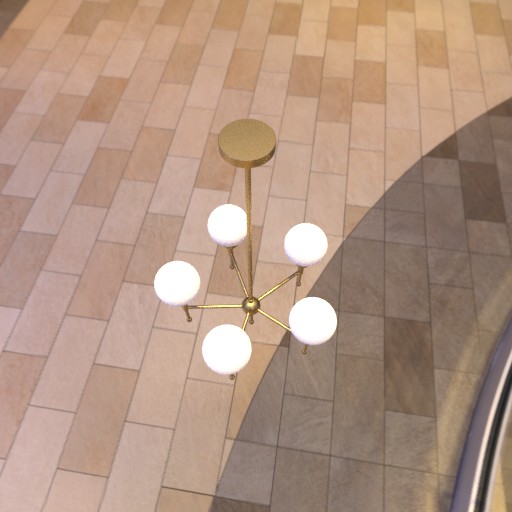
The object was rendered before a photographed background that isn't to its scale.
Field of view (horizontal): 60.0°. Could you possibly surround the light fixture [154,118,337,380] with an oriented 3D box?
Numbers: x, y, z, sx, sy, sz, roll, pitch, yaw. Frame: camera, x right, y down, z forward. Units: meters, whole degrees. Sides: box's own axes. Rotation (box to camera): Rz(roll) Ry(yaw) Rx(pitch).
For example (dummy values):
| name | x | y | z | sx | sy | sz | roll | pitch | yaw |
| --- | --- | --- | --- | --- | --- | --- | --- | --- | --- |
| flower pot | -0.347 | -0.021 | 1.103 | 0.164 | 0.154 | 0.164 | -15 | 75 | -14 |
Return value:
| name | x | y | z | sx | sy | sz | roll | pitch | yaw |
| --- | --- | --- | --- | --- | --- | --- | --- | --- | --- |
| light fixture | 0.000 | 0.000 | 1.810 | 0.785 | 1.331 | 0.815 | -33 | 65 | -18 |
